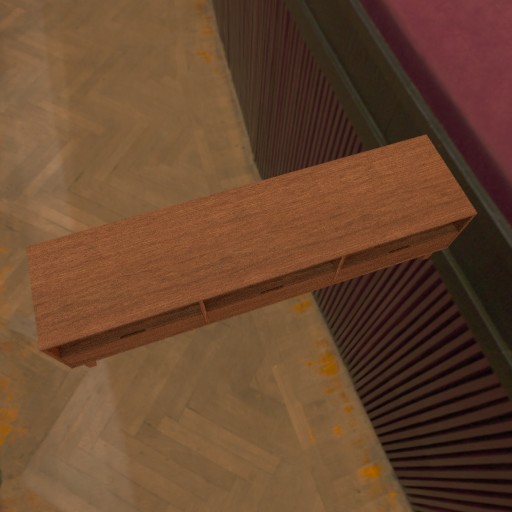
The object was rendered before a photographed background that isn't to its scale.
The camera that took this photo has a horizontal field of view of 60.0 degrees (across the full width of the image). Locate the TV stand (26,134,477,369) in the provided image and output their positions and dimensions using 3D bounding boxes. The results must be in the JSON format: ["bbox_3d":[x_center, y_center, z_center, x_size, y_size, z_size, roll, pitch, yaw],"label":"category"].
[{"bbox_3d":[0.000,0.000,1.678,1.482,0.409,0.366,-17,65,-8],"label":"TV stand"}]
